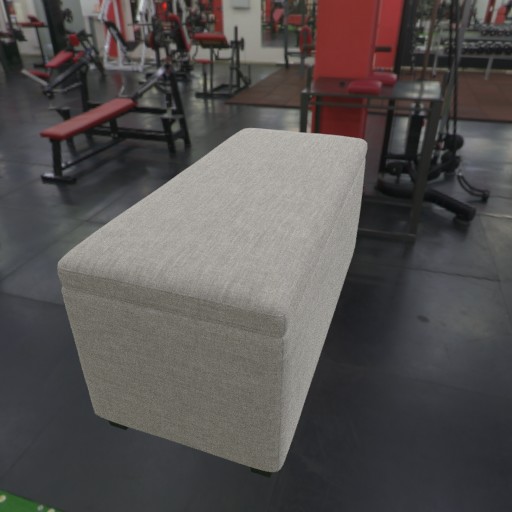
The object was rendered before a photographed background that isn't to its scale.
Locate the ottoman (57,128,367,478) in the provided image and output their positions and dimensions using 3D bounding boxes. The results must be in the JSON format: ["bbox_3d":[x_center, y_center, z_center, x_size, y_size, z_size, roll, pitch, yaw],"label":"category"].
[{"bbox_3d":[0.000,0.000,1.117,0.419,0.432,0.902,10,32,17],"label":"ottoman"}]
